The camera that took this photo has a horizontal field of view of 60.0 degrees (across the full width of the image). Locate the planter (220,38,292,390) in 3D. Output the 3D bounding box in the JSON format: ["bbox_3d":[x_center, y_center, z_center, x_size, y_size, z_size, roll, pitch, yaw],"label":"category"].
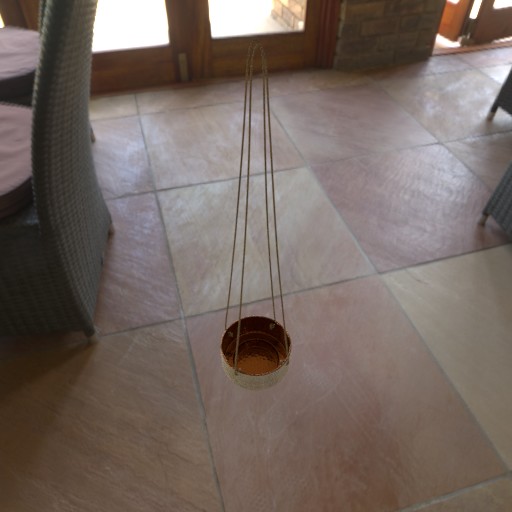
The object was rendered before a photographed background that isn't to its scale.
[{"bbox_3d":[0.000,0.000,1.109,0.223,1.030,0.223,-9,46,-9],"label":"planter"}]
